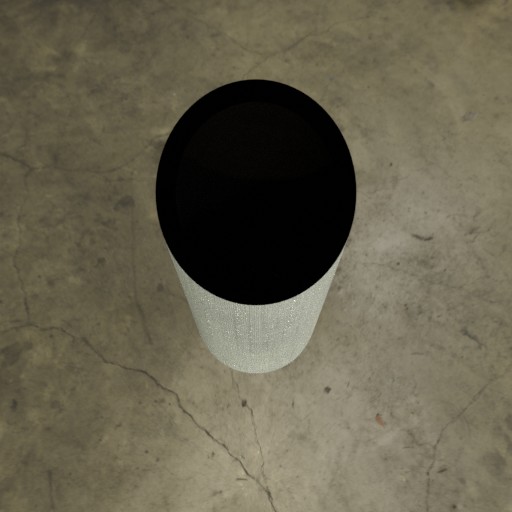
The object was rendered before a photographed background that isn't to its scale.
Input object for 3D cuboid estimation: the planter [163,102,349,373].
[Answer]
[{"bbox_3d":[0.000,0.000,0.128,0.045,0.103,0.045,-33,67,-16],"label":"planter"}]
